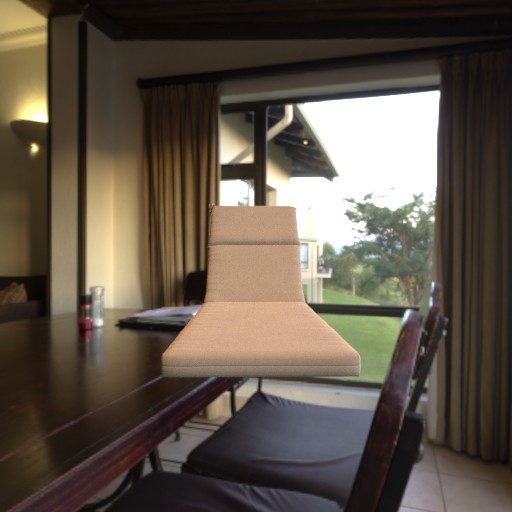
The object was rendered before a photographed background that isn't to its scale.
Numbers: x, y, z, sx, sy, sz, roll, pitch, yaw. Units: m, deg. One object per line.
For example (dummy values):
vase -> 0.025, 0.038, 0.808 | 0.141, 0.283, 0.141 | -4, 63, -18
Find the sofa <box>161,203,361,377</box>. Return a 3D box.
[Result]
sofa -> 0.000, 0.000, 1.953 | 0.582, 0.622, 1.663 | 0, 1, -1
